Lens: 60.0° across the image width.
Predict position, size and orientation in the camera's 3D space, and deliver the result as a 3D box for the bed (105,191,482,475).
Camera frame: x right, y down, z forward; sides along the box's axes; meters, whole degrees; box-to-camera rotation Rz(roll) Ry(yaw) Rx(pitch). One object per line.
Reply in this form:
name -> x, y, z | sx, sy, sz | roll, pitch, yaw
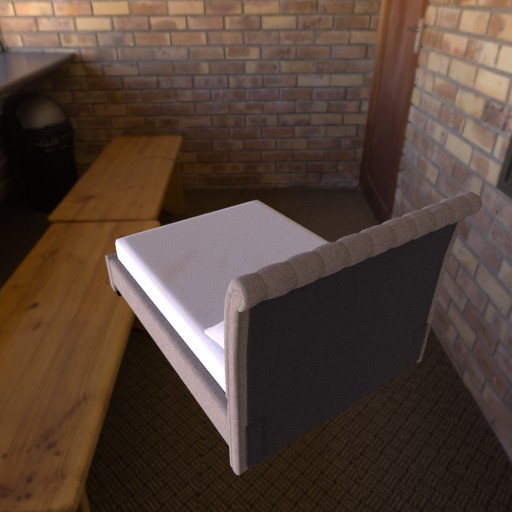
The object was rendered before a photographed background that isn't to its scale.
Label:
bed -> 0.000, 0.000, 3.284 | 1.645, 1.371, 2.252 | -19, 36, -29
